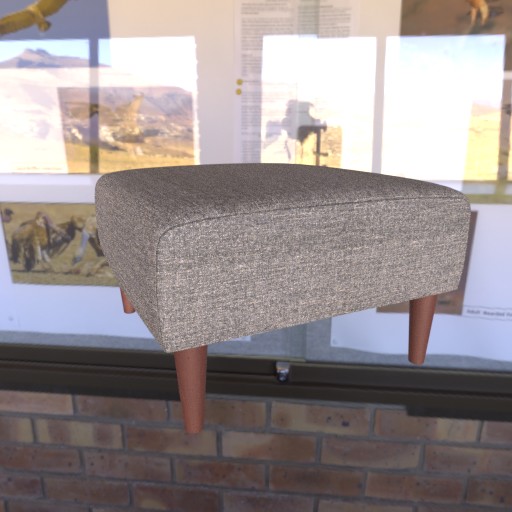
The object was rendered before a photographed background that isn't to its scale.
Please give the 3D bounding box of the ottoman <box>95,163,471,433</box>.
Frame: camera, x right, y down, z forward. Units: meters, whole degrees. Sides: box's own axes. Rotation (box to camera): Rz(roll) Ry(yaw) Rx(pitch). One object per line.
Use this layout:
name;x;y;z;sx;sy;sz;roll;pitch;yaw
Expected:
ottoman;0.000;0.000;1.041;0.648;0.399;0.655;-8;18;-25
